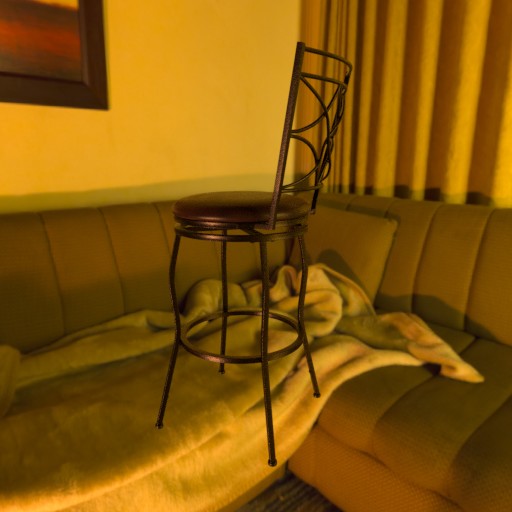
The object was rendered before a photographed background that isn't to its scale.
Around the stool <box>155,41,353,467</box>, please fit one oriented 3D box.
[{"bbox_3d":[0.000,0.000,1.394,0.534,1.117,0.434,6,15,25],"label":"stool"}]
